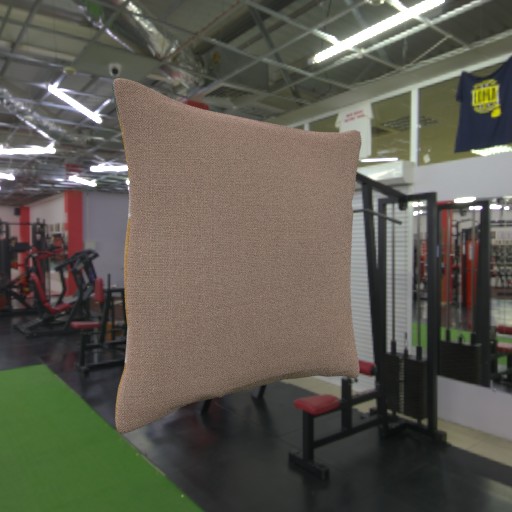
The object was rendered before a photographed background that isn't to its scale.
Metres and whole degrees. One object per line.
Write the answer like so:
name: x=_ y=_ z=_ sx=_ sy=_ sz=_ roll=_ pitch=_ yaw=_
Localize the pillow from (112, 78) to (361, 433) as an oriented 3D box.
pillow: x=0.000 y=0.000 z=0.734 sx=0.478 sy=0.479 sz=0.158 roll=-1 pitch=1 yaw=-35
